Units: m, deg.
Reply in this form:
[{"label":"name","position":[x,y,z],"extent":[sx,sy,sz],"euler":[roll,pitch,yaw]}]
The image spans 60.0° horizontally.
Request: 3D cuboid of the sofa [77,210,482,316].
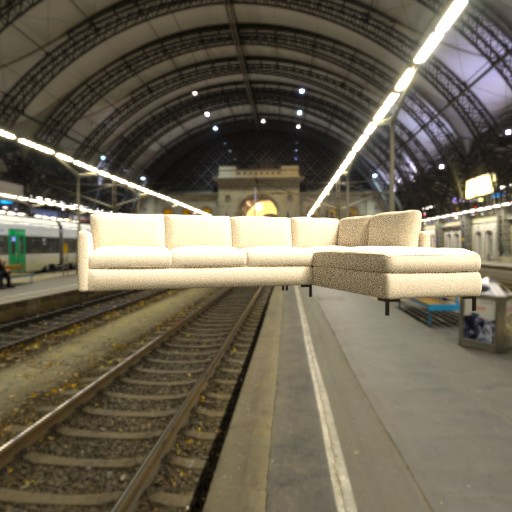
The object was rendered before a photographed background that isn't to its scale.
[{"label":"sofa","position":[0.000,0.000,3.818],"extent":[2.949,0.815,2.007],"euler":[0,1,-17]}]
